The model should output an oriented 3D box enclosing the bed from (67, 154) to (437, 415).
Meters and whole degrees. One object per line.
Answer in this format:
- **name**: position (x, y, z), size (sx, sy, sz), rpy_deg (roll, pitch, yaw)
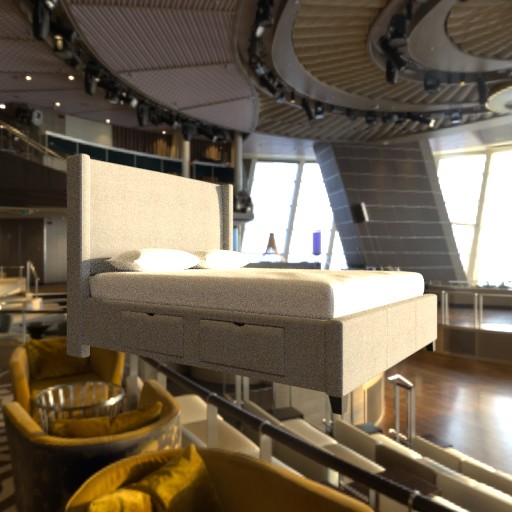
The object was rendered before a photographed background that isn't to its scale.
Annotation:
- **bed**: position (0.000, 0.000, 3.383), size (2.222, 1.491, 1.774), rpy_deg (0, 0, 35)
